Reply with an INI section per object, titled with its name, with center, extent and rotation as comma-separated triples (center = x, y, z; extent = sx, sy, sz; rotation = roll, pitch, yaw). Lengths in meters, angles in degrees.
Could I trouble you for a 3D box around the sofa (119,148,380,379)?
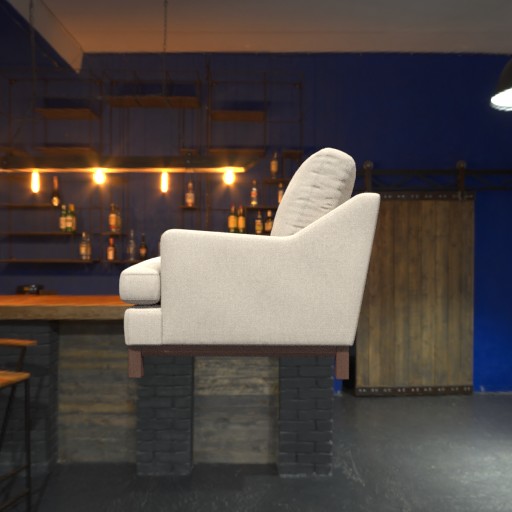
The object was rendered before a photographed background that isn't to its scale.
[sofa]
center = 0.000, 0.000, 2.822
extent = 1.000, 0.913, 2.321
rotation = 0, 1, 1
